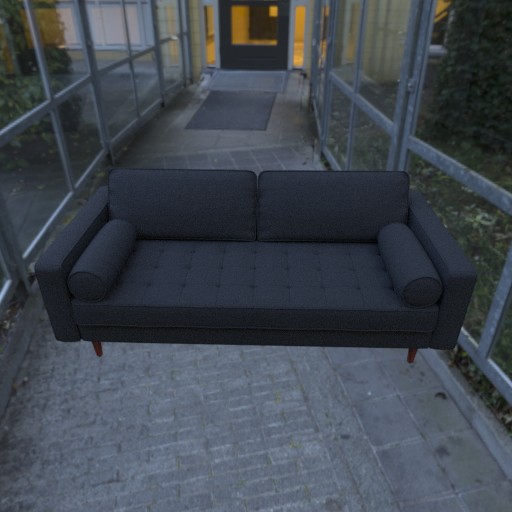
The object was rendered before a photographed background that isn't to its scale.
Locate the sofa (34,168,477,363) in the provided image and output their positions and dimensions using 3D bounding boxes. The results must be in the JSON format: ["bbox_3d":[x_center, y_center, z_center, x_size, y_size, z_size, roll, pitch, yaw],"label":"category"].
[{"bbox_3d":[0.000,0.000,2.317,1.875,0.759,0.914,1,31,1],"label":"sofa"}]
